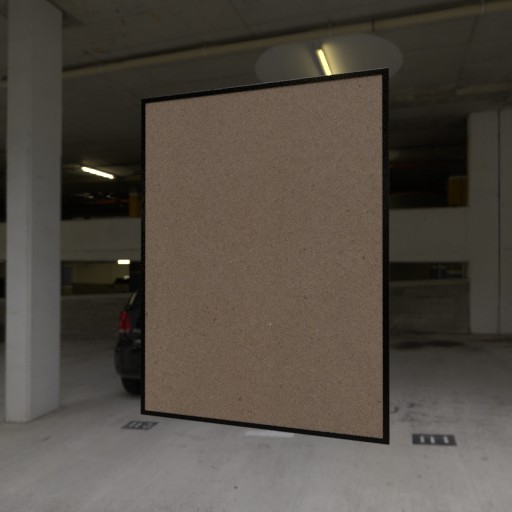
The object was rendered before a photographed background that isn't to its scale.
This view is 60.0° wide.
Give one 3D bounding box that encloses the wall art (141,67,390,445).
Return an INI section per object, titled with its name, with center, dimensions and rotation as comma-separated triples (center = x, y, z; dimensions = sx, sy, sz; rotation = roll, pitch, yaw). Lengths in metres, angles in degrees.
[wall art]
center = 0.000, 0.000, 1.368
dimensions = 0.788, 1.046, 0.043
rotation = 0, 0, 18
